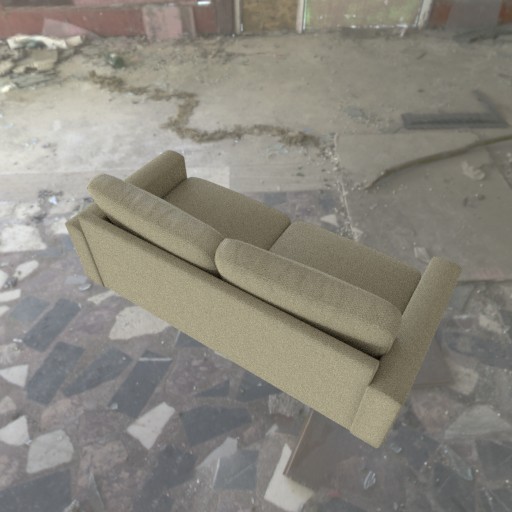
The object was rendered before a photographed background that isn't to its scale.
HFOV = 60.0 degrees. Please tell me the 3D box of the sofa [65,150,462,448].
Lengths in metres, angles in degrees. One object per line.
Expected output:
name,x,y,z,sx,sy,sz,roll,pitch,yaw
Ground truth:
sofa,0.000,0.000,2.713,2.179,0.873,1.016,25,52,22
